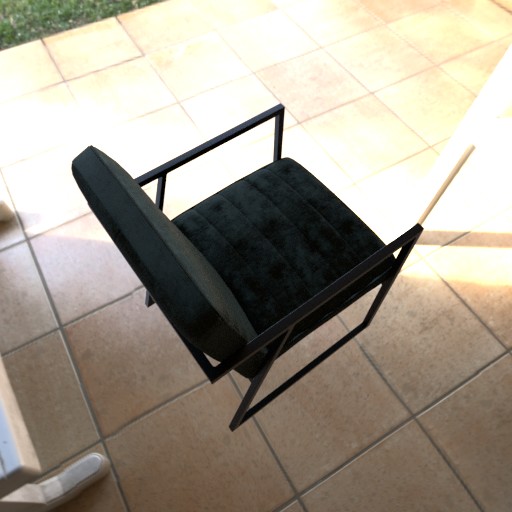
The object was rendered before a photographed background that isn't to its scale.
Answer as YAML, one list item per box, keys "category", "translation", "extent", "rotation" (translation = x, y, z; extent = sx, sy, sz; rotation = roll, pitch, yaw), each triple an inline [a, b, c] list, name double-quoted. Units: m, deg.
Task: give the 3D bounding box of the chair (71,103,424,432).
- category: "chair"
  translation: [0.000, 0.000, 1.288]
  extent: [0.677, 0.833, 0.571]
  rotation: [-32, 64, -18]
